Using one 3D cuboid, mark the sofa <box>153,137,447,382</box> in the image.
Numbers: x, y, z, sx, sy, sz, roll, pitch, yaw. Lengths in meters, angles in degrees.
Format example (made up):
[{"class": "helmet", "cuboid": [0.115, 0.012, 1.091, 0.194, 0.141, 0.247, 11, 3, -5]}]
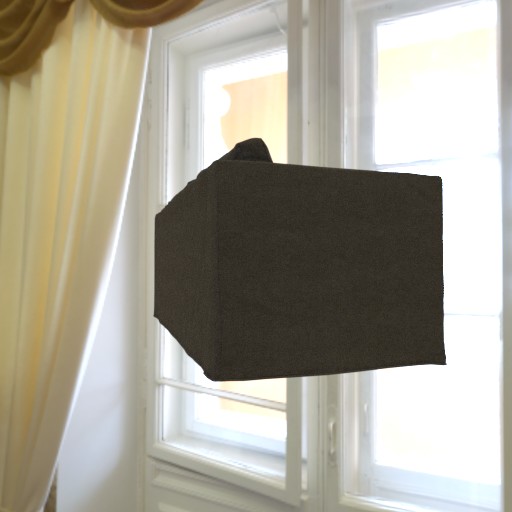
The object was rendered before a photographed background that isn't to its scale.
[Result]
[{"class": "sofa", "cuboid": [0.000, 0.000, 2.488, 0.953, 0.855, 1.982, 0, -1, -19]}]
